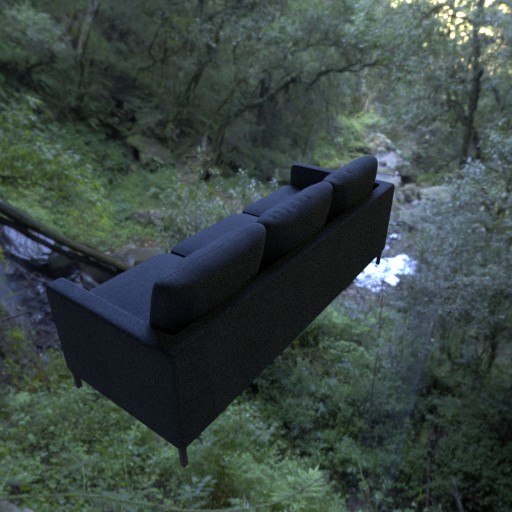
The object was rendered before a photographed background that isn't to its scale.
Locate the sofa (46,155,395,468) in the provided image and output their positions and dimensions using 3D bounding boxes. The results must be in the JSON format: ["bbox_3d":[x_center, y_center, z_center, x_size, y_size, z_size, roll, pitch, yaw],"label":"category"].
[{"bbox_3d":[0.000,0.000,2.712,0.859,0.874,2.218,20,36,31],"label":"sofa"}]
